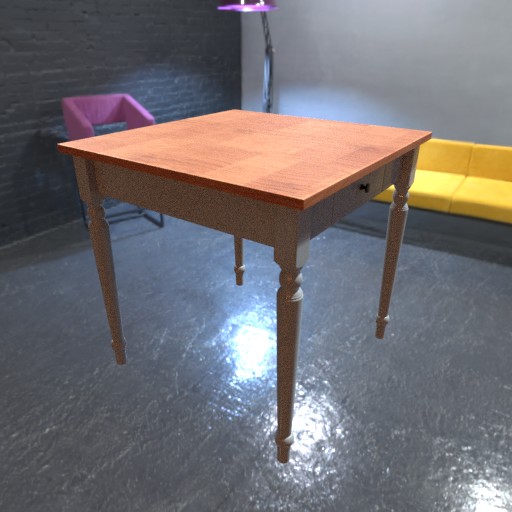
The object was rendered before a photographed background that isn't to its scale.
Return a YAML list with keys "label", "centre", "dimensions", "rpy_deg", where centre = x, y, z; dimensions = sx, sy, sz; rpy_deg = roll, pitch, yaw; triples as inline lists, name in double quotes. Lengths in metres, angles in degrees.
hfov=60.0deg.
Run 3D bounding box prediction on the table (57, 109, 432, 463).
- label: "table"
  centre: [0.000, 0.000, 1.400]
  dimensions: [0.747, 0.738, 0.747]
  rpy_deg: [18, 32, 32]
